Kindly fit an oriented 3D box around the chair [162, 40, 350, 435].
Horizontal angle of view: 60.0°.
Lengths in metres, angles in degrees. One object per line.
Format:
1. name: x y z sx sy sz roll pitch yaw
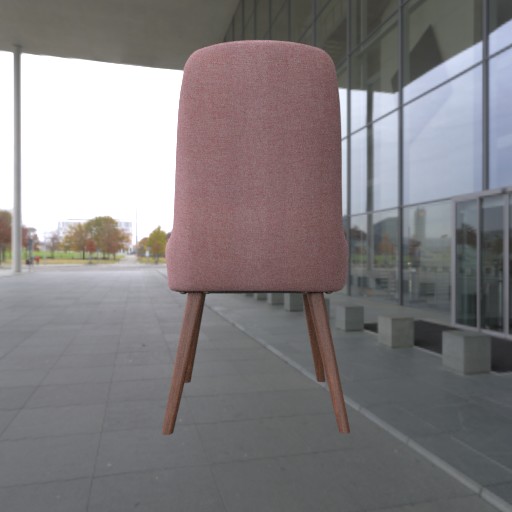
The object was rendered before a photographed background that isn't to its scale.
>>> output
1. chair: 0.000 0.000 1.287 0.535 0.918 0.707 0 0 0
